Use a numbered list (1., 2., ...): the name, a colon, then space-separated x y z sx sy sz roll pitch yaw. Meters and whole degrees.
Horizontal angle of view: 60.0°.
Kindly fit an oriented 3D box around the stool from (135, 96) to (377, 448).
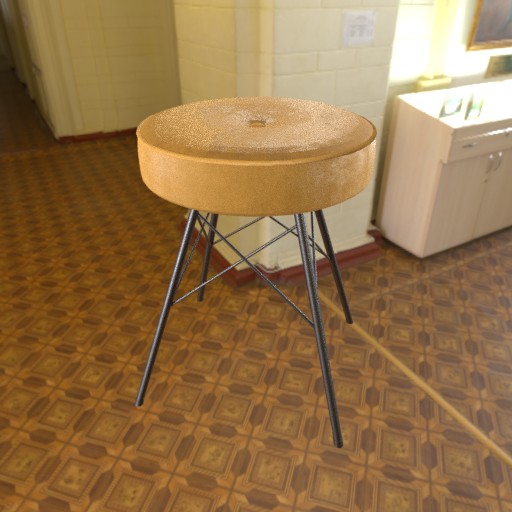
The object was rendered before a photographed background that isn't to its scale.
1. stool: 0.000 0.000 0.950 0.472 0.595 0.438 8 32 14
